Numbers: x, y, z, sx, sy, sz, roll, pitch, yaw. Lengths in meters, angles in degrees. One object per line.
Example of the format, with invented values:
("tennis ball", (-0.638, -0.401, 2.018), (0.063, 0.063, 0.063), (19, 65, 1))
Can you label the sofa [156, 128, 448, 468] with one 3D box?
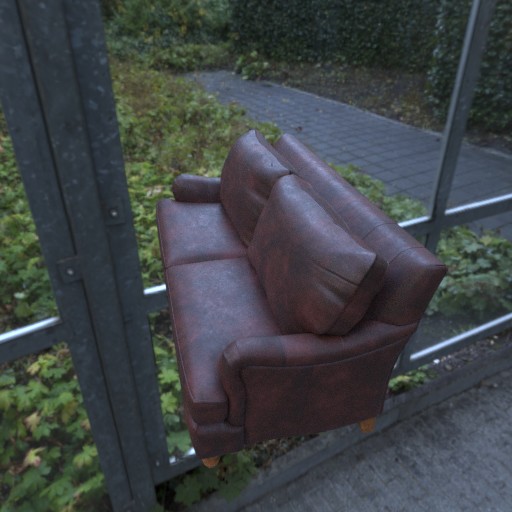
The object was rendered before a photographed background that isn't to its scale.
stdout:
("sofa", (0.000, 0.000, 2.782), (1.147, 1.071, 2.144), (-8, 32, -13))
